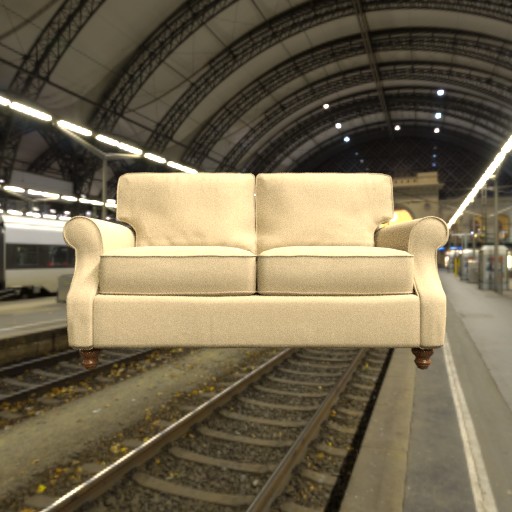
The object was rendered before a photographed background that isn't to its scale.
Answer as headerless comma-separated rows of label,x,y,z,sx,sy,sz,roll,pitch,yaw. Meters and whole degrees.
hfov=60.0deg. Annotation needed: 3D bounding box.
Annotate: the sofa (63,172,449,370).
sofa,0.000,0.000,2.221,1.665,0.937,0.964,0,0,0
